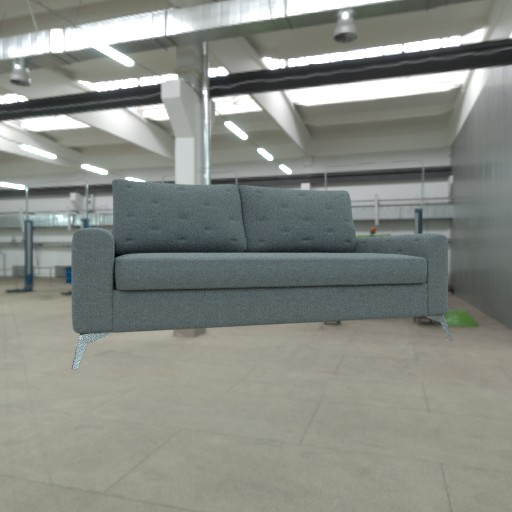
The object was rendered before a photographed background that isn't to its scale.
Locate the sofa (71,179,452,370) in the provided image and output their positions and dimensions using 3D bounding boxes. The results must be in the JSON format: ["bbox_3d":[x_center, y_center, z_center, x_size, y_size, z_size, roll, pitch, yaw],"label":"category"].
[{"bbox_3d":[0.000,0.000,2.206,1.650,0.790,0.920,0,0,-18],"label":"sofa"}]
